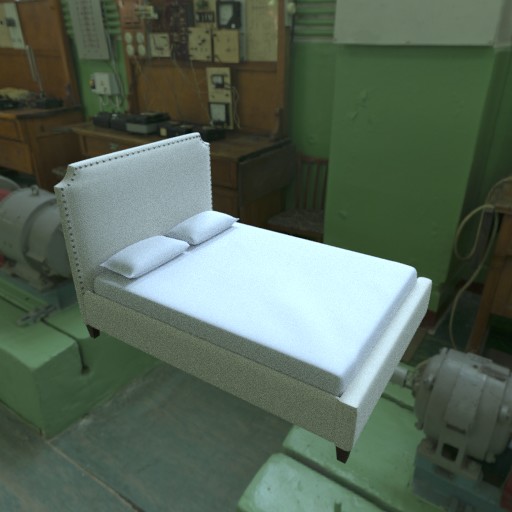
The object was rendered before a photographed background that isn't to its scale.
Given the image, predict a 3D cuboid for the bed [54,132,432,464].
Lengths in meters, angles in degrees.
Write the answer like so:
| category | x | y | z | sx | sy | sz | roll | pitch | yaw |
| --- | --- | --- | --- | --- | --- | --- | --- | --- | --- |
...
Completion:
| category | x | y | z | sx | sy | sz | roll | pitch | yaw |
| --- | --- | --- | --- | --- | --- | --- | --- | --- | --- |
| bed | 0.000 | 0.000 | 3.461 | 2.372 | 1.443 | 1.712 | 16 | 31 | 29 |
